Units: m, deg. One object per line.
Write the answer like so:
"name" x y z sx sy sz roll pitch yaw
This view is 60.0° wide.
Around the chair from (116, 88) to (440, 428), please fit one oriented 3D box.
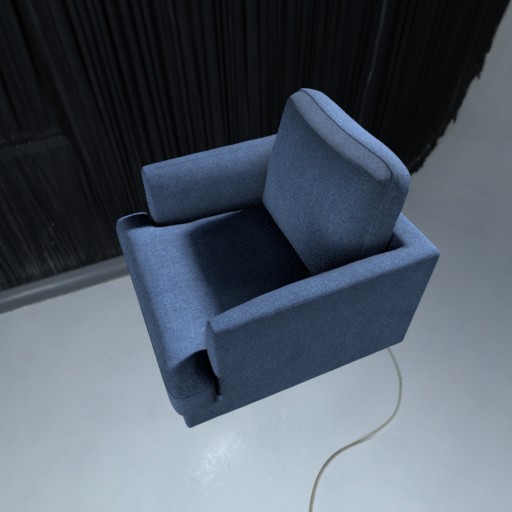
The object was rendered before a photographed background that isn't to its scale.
"chair" 0.000 0.000 1.646 0.899 0.957 0.858 -17 49 -16
